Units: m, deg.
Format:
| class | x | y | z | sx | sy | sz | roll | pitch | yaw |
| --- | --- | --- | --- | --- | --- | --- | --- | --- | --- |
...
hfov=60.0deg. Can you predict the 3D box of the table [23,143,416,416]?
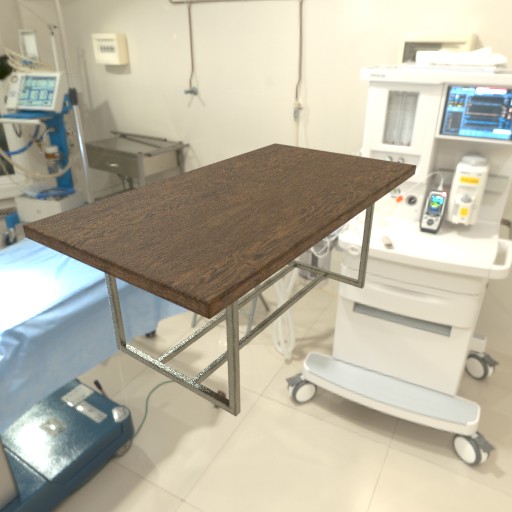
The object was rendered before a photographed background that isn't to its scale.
| class | x | y | z | sx | sy | sz | roll | pitch | yaw |
| --- | --- | --- | --- | --- | --- | --- | --- | --- | --- |
| table | 0.000 | 0.000 | 2.547 | 1.078 | 0.795 | 1.989 | 18 | 32 | 32 |
